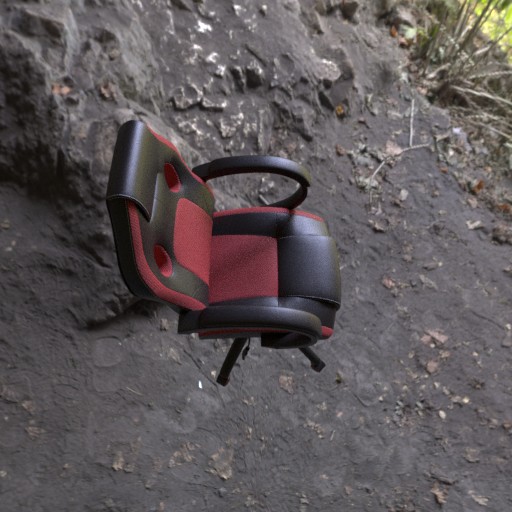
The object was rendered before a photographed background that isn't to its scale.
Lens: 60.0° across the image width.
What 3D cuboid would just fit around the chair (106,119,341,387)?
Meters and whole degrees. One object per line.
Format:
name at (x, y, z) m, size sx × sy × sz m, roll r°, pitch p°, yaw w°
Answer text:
chair at (0.000, 0.000, 1.702) m, size 0.783 × 1.189 × 0.750 m, roll 0°, pitch 62°, yaw 0°
